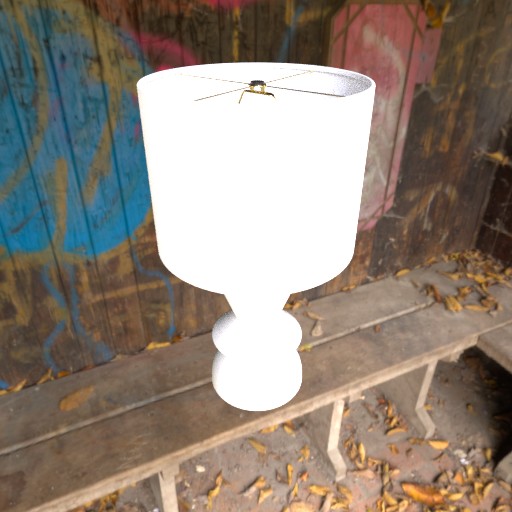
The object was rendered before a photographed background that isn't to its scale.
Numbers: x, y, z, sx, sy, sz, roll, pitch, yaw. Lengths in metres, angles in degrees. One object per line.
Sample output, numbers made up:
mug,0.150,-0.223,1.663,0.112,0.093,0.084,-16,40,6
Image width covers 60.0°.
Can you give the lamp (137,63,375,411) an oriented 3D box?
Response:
lamp,0.000,0.000,0.710,0.301,0.533,0.301,21,37,31
